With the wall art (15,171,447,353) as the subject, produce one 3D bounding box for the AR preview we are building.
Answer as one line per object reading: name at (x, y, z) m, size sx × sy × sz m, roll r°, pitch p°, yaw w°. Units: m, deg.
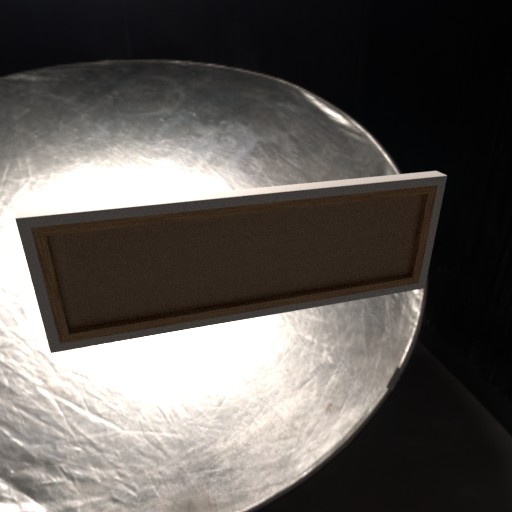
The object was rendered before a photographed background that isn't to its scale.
wall art at (0.000, 0.000, 0.833) m, size 0.763 × 0.255 × 0.038 m, roll -8°, pitch 28°, yaw -15°
